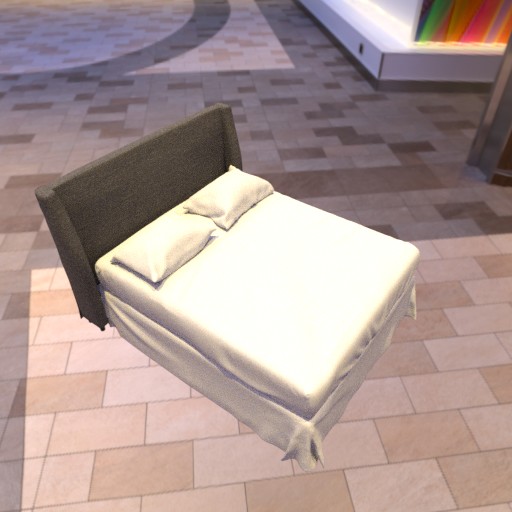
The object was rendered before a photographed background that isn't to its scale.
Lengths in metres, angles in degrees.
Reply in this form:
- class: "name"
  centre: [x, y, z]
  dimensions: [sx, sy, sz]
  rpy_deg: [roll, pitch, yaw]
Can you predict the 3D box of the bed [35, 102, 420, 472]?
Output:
- class: "bed"
  centre: [0.000, 0.000, 3.403]
  dimensions: [2.276, 1.332, 1.925]
  rpy_deg: [26, 47, 27]
